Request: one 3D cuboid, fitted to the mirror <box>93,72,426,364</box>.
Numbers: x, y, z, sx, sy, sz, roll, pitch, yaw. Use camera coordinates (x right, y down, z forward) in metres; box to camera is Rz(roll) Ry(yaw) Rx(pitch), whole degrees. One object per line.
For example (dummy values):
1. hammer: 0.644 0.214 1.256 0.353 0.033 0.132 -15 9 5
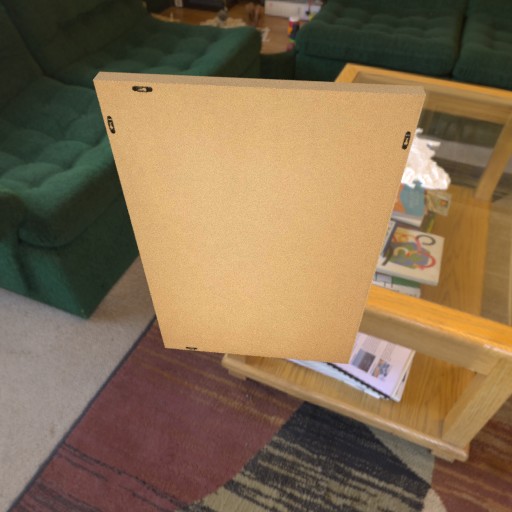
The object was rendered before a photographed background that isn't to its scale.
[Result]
1. mirror: 0.000 0.000 1.146 0.609 0.915 0.041 4 46 4
